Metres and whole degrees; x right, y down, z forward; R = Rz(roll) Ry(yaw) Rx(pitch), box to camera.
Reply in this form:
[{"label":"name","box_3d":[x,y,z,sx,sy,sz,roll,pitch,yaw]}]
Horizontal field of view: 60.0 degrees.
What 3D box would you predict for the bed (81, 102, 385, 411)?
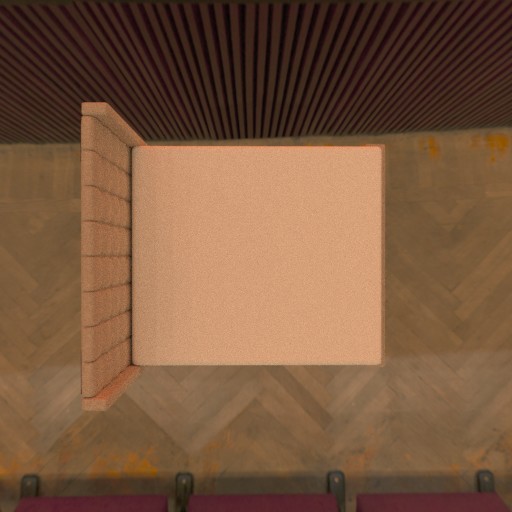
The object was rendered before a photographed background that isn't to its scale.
[{"label":"bed","box_3d":[0.000,0.000,3.793,2.370,1.743,2.045,0,90,-1]}]
